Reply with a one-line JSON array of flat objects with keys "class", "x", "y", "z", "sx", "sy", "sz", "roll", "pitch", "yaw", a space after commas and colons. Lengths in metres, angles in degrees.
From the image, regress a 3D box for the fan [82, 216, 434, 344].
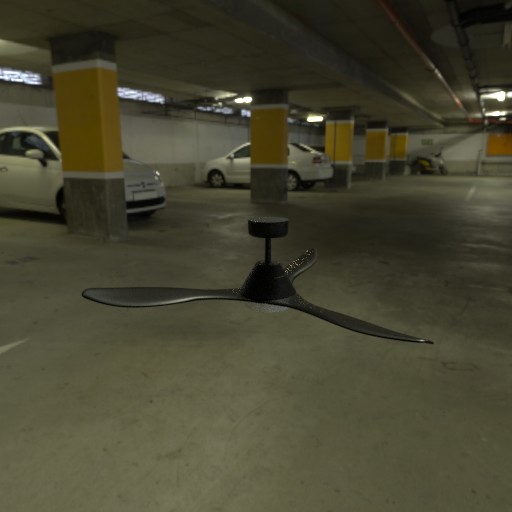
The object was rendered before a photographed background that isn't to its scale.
[{"class": "fan", "x": 0.000, "y": 0.000, "z": 1.652, "sx": 1.067, "sy": 0.305, "sz": 1.067, "roll": 2, "pitch": 13, "yaw": 10}]
